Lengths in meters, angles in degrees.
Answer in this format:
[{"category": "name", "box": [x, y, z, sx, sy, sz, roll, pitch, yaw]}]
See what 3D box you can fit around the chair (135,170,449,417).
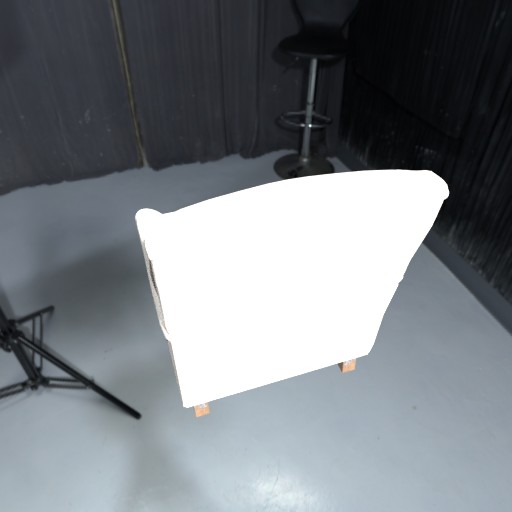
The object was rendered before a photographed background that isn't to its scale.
[{"category": "chair", "box": [0.000, 0.000, 1.822, 0.879, 1.119, 0.953, -12, 43, -14]}]
